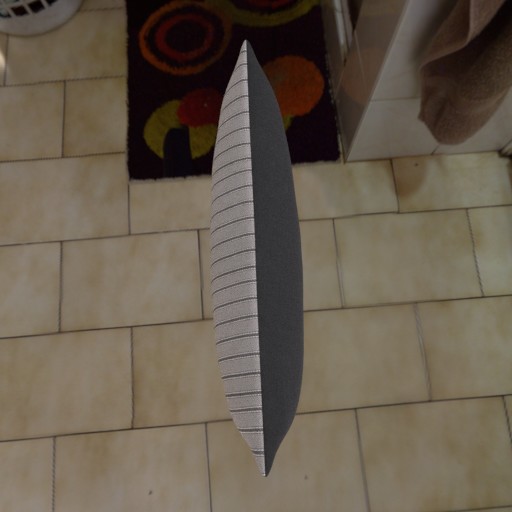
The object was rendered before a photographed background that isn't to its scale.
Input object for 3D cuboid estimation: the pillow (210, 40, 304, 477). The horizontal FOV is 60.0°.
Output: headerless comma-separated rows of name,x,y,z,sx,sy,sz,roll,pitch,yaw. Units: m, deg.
pillow,0.000,0.000,0.736,0.151,0.305,0.609,-2,76,-1
